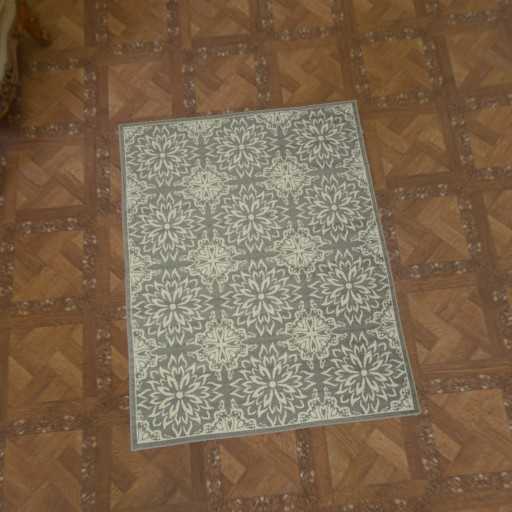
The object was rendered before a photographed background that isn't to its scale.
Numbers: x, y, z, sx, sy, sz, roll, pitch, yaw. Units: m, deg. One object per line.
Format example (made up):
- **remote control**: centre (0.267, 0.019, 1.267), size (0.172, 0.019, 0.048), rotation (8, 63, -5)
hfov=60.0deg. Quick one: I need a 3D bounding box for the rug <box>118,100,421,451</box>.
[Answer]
- **rug**: centre (0.000, 0.000, 3.983), size (2.363, 0.012, 2.980), rotation (-7, 74, -2)
